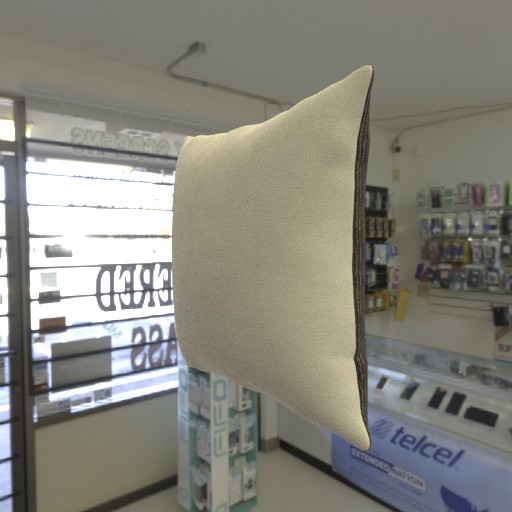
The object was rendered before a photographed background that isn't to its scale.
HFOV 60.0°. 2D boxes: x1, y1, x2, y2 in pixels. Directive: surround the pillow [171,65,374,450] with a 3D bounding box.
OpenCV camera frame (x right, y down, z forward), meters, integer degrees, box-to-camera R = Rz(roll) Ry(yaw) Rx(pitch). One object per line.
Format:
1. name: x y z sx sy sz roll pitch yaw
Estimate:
1. pillow: 0.000 0.000 0.666 0.196 0.434 0.433 -2 3 -37
